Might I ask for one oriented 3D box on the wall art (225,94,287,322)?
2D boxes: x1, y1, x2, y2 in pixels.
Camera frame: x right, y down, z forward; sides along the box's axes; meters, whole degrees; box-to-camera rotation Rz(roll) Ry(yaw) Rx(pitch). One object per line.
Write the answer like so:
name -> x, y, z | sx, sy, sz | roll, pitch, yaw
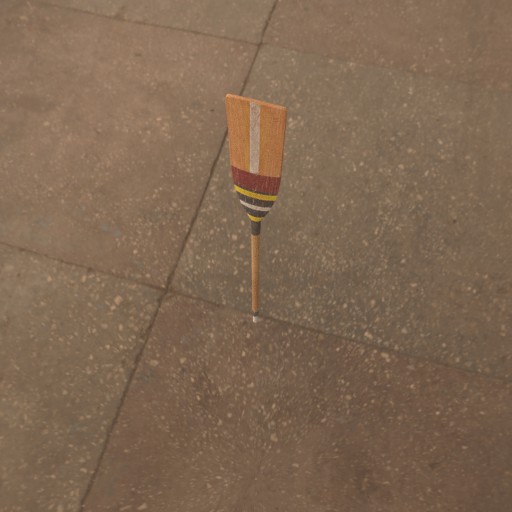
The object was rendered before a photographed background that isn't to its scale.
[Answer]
wall art -> 0.000, 0.000, 1.695 | 0.146, 1.556, 0.038 | 16, 64, 8
